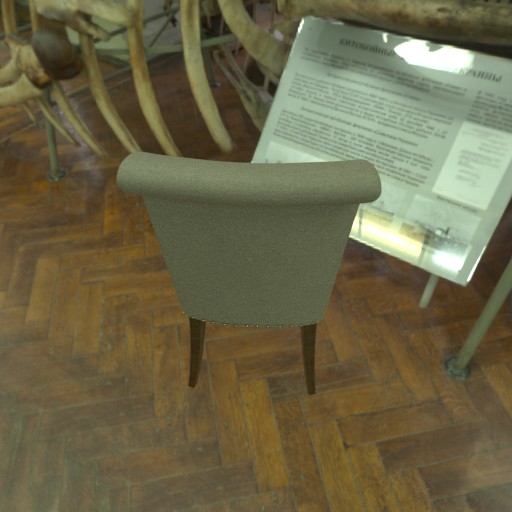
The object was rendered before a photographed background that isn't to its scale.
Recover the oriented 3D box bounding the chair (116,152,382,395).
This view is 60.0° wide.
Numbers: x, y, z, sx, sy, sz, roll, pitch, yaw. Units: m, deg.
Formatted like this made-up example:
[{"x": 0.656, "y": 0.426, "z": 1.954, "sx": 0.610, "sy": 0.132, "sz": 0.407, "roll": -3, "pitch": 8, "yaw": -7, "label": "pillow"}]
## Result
[{"x": 0.000, "y": 0.000, "z": 1.369, "sx": 0.513, "sy": 0.988, "sz": 0.608, "roll": 3, "pitch": 45, "yaw": 3, "label": "chair"}]
